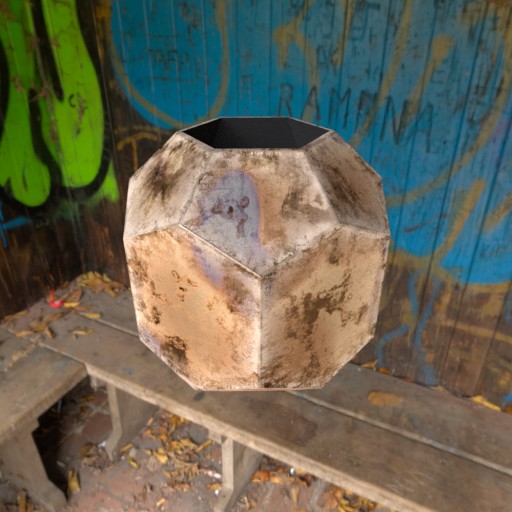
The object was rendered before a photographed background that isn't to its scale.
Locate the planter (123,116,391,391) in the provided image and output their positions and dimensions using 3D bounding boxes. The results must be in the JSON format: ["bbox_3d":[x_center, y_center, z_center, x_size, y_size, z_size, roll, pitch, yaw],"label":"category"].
[{"bbox_3d":[0.000,0.000,0.427,0.221,0.238,0.243,-1,29,-1],"label":"planter"}]
